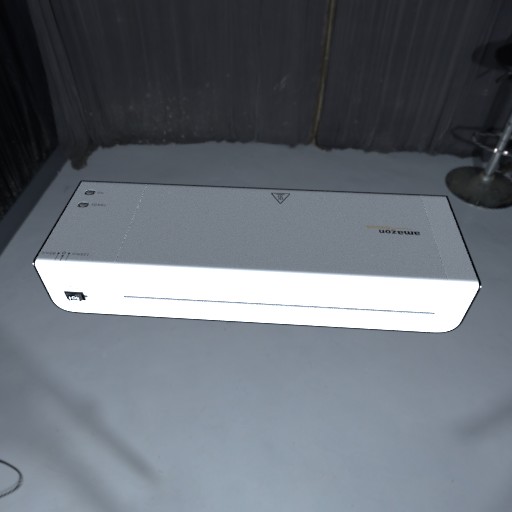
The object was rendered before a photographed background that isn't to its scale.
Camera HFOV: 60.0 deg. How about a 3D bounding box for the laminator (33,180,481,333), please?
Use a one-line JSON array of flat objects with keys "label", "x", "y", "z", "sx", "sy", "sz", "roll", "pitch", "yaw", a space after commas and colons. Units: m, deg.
[{"label": "laminator", "x": 0.000, "y": 0.000, "z": 0.390, "sx": 0.340, "sy": 0.062, "sz": 0.123, "roll": 3, "pitch": 45, "yaw": 3}]
